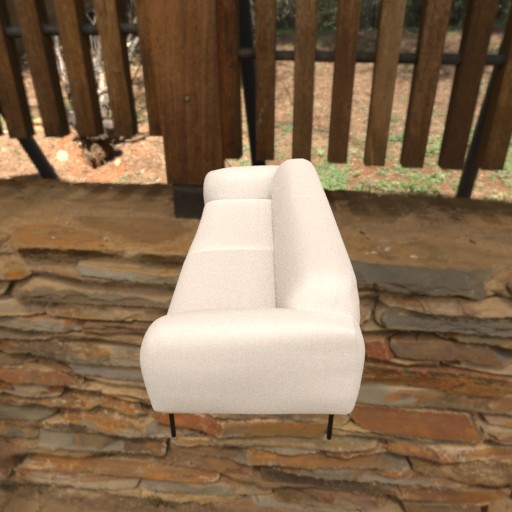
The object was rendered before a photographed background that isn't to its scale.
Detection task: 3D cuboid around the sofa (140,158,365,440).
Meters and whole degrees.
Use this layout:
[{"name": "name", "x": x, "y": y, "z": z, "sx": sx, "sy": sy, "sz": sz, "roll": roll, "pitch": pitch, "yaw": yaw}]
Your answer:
[{"name": "sofa", "x": 0.000, "y": 0.000, "z": 2.683, "sx": 0.880, "sy": 0.780, "sz": 2.257, "roll": 0, "pitch": 27, "yaw": 1}]
